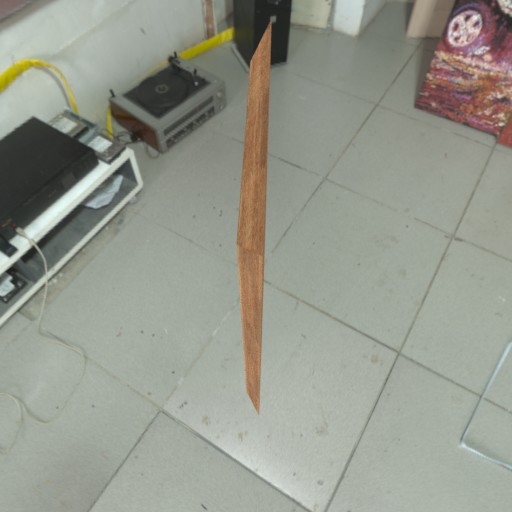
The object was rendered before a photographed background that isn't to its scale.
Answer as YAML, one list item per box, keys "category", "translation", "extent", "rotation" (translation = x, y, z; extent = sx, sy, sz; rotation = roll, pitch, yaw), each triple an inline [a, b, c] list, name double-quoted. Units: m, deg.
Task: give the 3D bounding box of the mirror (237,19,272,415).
- category: "mirror"
  translation: [0.000, 0.000, 1.269]
  extent: [0.047, 1.010, 0.651]
  rotation: [2, 57, 1]
